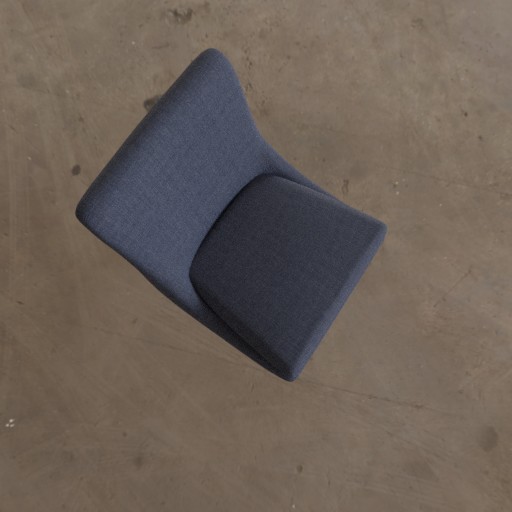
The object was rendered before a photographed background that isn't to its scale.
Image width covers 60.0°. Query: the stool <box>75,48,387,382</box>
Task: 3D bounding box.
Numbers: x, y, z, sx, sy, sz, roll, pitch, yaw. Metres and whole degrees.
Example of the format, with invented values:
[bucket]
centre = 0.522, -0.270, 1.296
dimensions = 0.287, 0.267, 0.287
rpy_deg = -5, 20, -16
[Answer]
[stool]
centre = 0.000, 0.000, 1.201
dimensions = 0.524, 0.895, 0.467
rpy_deg = 33, 78, 8
